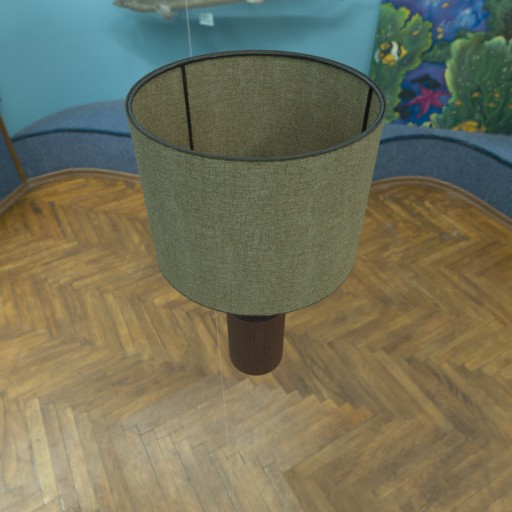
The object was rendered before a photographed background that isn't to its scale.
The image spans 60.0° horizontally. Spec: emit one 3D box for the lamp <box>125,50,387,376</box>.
[{"bbox_3d":[0.000,0.000,0.467,0.202,0.350,0.202,0,43,0],"label":"lamp"}]
